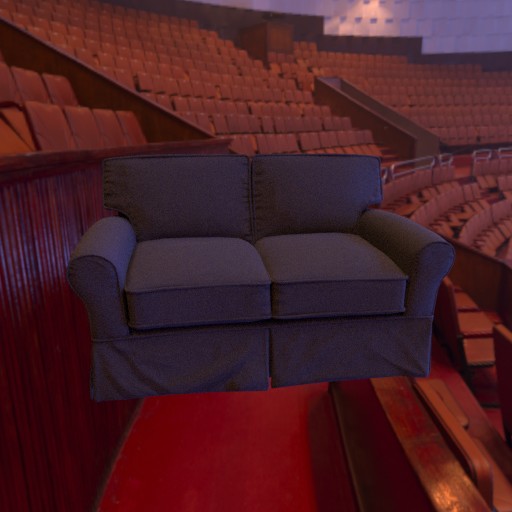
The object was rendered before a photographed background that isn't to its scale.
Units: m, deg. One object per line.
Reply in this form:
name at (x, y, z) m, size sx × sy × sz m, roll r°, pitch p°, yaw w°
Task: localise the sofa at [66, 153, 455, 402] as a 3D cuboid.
sofa at (0.000, 0.000, 2.426) m, size 1.801 × 1.059 × 0.997 m, roll -2°, pitch 16°, yaw -8°
